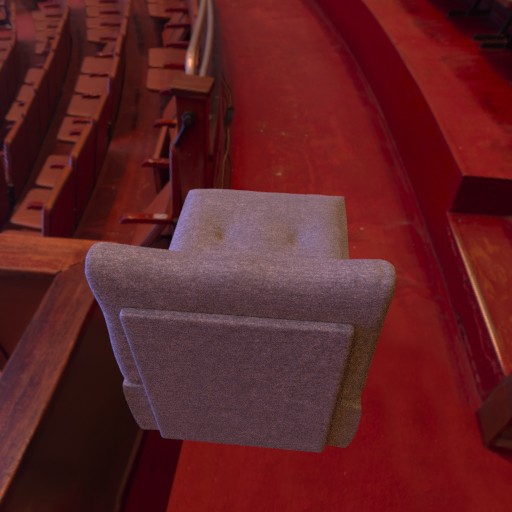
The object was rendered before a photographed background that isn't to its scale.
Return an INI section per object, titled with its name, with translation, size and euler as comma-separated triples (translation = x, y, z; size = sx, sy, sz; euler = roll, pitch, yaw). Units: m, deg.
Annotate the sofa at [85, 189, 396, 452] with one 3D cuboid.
[sofa]
translation = 0.000, 0.000, 1.530
size = 0.700, 0.820, 1.000
euler = 4, 45, 4
